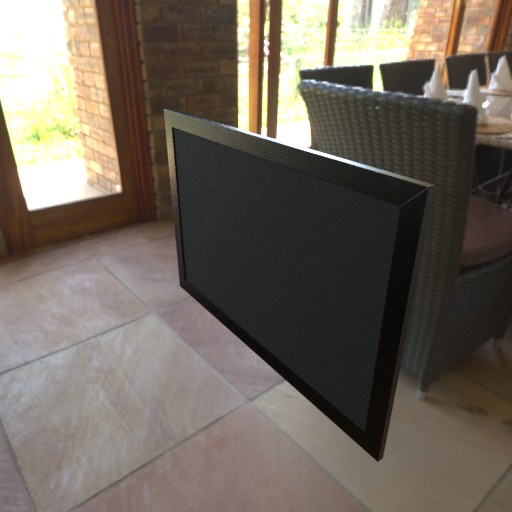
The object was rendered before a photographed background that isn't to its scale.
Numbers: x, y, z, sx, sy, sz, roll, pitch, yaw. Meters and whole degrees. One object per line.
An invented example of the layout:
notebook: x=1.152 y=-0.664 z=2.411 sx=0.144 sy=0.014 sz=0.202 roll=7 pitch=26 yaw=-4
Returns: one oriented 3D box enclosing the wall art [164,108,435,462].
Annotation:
wall art: x=0.000 y=0.000 z=0.830 sx=0.013 sy=0.447 sz=0.660 roll=-19 pitch=32 yaw=-32
